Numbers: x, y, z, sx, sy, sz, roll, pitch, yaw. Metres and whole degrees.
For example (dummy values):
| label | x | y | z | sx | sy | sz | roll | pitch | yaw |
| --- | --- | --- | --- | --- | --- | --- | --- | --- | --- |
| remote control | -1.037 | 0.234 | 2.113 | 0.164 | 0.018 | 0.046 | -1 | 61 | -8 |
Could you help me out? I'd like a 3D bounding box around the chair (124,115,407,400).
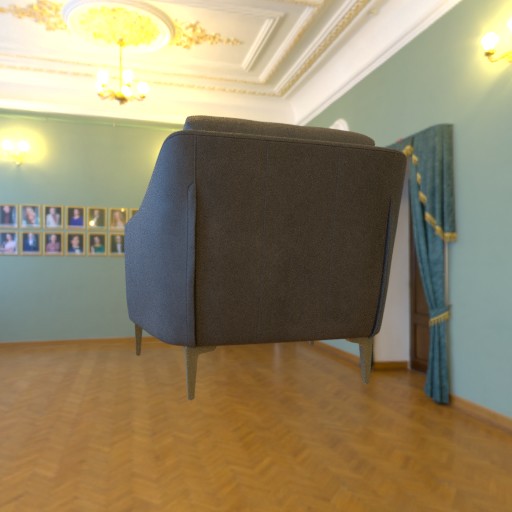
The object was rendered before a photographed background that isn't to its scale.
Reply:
| label | x | y | z | sx | sy | sz | roll | pitch | yaw |
| --- | --- | --- | --- | --- | --- | --- | --- | --- | --- |
| chair | 0.000 | 0.000 | 1.757 | 0.988 | 0.901 | 0.961 | 0 | -1 | -17 |
